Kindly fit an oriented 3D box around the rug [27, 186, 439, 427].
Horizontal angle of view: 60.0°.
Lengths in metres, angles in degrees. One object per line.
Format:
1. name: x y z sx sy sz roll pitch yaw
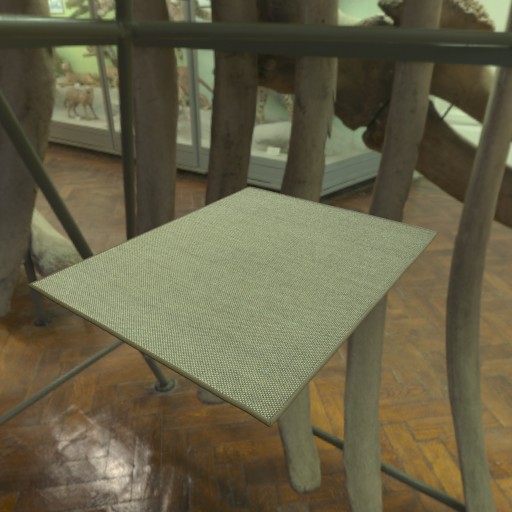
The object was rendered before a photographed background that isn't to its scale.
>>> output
1. rug: 0.000 0.000 4.041 2.413 0.020 3.041 19 33 31
